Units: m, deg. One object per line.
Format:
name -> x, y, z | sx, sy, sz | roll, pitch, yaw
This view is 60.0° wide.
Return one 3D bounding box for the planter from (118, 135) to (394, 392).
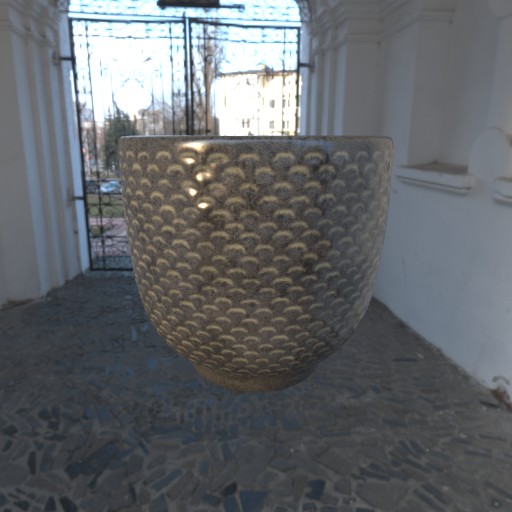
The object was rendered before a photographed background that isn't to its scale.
planter -> 0.000, 0.000, 0.307 | 0.172, 0.160, 0.172 | 0, 15, 0
